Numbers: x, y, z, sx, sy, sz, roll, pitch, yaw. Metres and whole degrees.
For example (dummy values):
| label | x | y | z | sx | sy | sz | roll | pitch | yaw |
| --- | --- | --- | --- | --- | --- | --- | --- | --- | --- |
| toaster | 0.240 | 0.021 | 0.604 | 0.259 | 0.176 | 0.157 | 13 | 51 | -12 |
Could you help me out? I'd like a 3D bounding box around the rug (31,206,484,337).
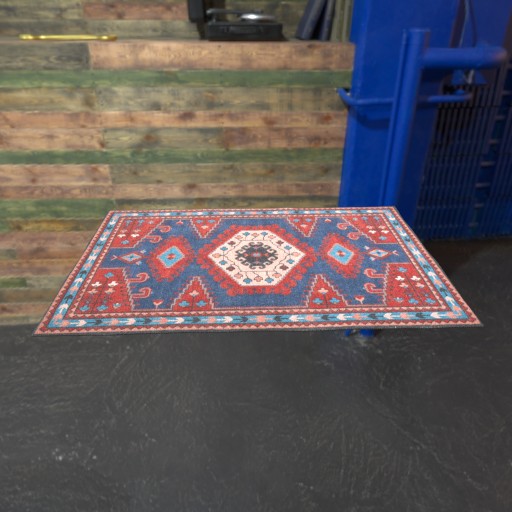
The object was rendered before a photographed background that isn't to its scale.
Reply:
| label | x | y | z | sx | sy | sz | roll | pitch | yaw |
| --- | --- | --- | --- | --- | --- | --- | --- | --- | --- |
| rug | 0.000 | 0.000 | 2.293 | 1.820 | 0.012 | 1.207 | -1 | 30 | -2 |
